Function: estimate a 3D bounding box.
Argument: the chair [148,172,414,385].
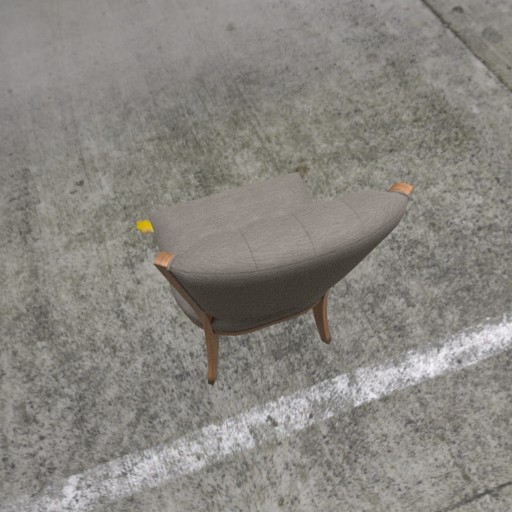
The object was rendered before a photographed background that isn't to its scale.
[{"bbox_3d":[0.000,0.000,1.231,0.513,0.905,0.584,-17,60,-10],"label":"chair"}]
